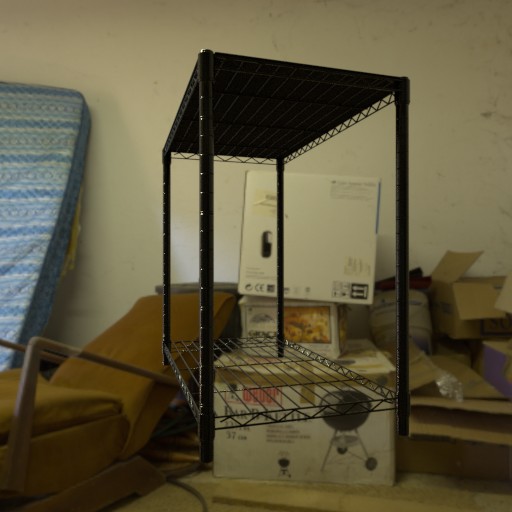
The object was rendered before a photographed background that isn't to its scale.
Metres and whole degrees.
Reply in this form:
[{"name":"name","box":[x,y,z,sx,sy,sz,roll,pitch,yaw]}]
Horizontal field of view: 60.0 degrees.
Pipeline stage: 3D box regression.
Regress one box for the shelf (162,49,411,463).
[{"name":"shelf","box":[0.000,0.000,0.928,0.338,0.564,0.589,0,0,-17]}]
